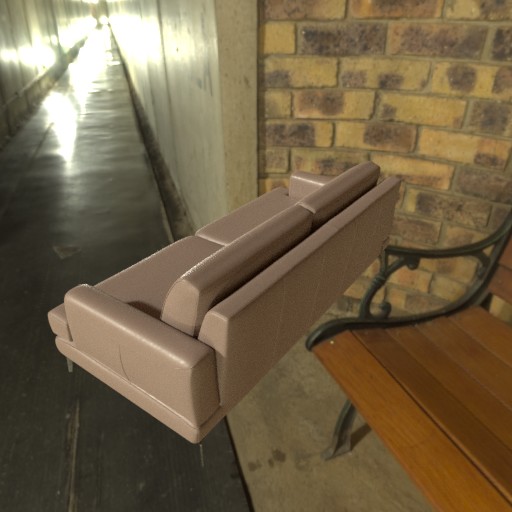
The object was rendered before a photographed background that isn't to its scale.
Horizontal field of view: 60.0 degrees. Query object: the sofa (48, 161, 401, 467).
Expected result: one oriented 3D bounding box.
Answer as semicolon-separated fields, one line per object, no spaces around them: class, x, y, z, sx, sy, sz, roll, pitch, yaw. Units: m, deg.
sofa;0.000;0.000;2.430;0.974;0.765;1.940;20;36;30
